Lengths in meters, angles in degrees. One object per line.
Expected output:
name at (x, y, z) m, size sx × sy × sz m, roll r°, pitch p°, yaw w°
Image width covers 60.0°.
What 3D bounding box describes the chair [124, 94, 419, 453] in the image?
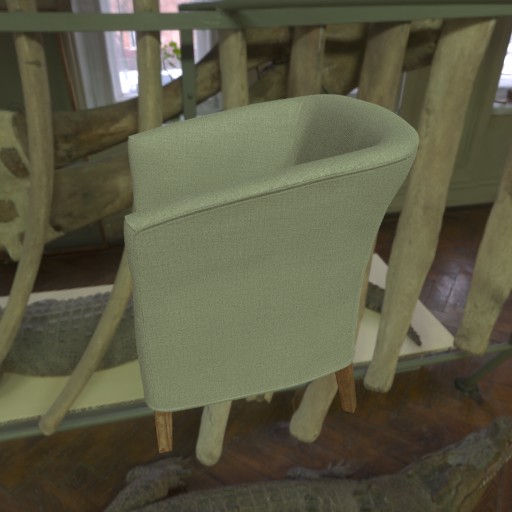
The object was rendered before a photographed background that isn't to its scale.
chair at (0.000, 0.000, 1.229) m, size 0.668 × 0.771 × 0.600 m, roll -7°, pitch 31°, yaw -11°
